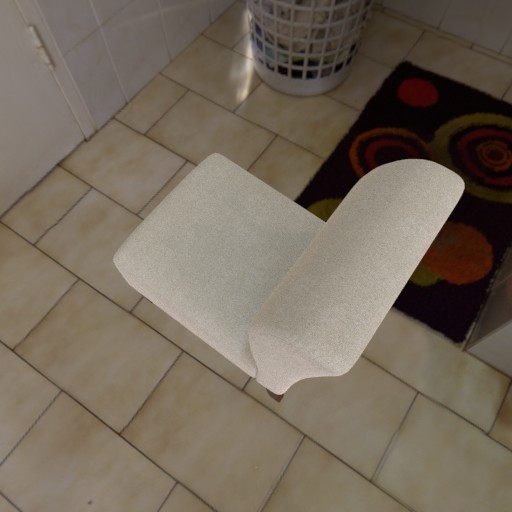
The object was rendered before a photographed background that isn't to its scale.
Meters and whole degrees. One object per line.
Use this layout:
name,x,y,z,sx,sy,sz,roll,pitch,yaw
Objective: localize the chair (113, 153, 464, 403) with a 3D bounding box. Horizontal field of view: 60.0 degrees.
chair,0.000,0.000,1.308,0.754,0.833,0.521,34,69,15
